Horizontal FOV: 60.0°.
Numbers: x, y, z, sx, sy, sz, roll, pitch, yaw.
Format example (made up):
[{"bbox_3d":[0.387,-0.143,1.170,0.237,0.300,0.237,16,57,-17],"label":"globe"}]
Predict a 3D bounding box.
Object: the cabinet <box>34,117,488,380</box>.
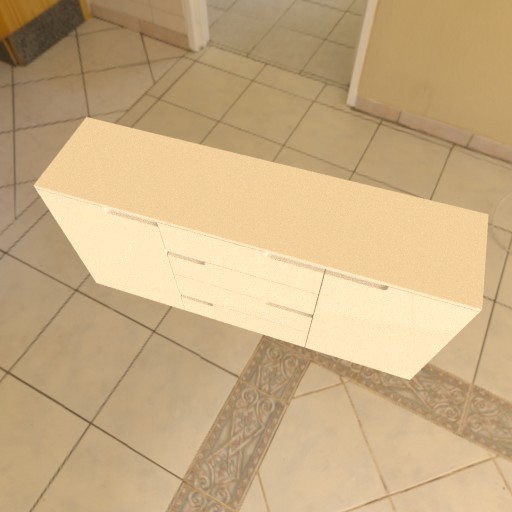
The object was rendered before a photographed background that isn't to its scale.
[{"bbox_3d":[0.000,0.000,1.989,1.650,0.800,0.400,16,60,9],"label":"cabinet"}]
